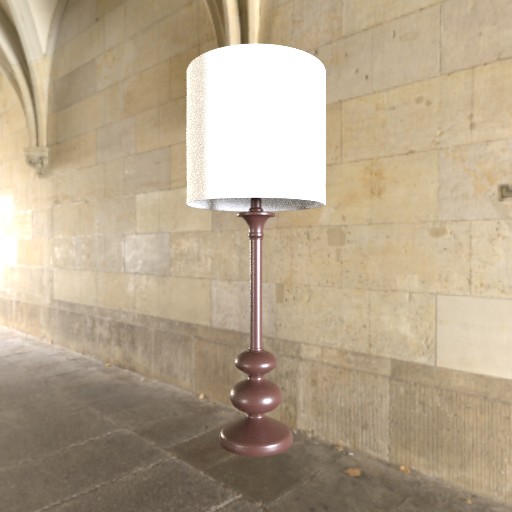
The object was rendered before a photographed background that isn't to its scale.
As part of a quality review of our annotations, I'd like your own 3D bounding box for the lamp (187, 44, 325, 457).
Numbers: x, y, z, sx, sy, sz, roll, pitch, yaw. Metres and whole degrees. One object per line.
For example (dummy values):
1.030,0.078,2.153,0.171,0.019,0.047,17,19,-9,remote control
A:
0.000,0.000,0.823,0.254,0.690,0.254,0,1,0,lamp
